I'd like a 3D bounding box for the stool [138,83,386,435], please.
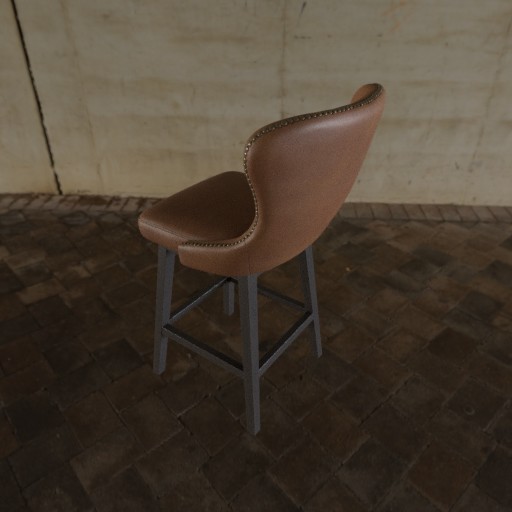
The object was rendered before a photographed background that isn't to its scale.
[{"bbox_3d":[0.000,0.000,1.313,0.593,0.971,0.528,21,38,30],"label":"stool"}]
